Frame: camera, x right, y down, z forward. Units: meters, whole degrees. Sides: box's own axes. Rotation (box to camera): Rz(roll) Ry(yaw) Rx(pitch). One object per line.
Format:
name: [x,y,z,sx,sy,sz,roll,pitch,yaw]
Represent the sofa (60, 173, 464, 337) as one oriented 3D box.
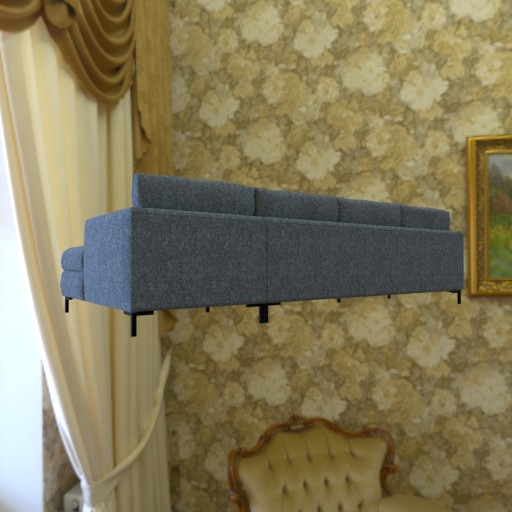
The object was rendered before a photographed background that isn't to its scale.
sofa: [0.000,0.000,3.449,2.737,0.756,1.879,1,-1,-36]
